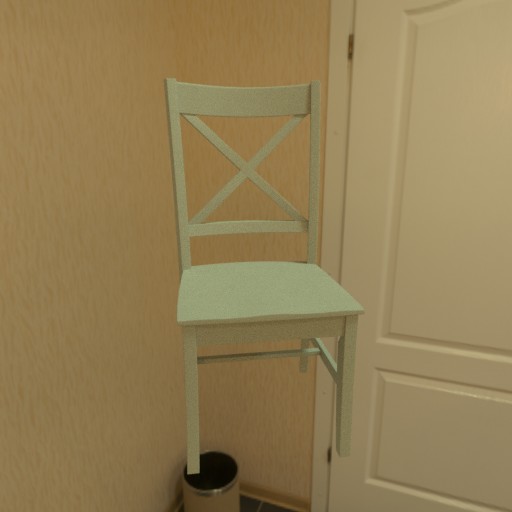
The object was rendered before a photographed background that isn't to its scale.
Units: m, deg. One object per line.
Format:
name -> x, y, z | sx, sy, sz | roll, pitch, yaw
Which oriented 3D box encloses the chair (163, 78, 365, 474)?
chair -> 0.000, 0.000, 1.264 | 0.485, 0.983, 0.542 | -2, 16, -8
